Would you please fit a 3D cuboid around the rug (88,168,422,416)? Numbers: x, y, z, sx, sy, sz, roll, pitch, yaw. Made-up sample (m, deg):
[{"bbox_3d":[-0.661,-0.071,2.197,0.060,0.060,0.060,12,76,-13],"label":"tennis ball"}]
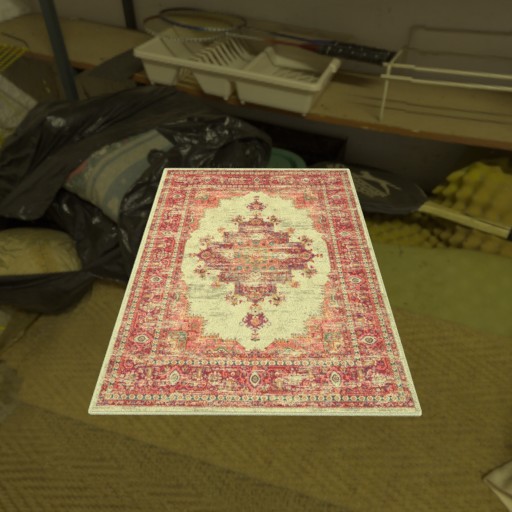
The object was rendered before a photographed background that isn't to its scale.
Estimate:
[{"bbox_3d":[0.000,0.000,2.267,1.217,0.011,1.747,0,41,0],"label":"rug"}]
